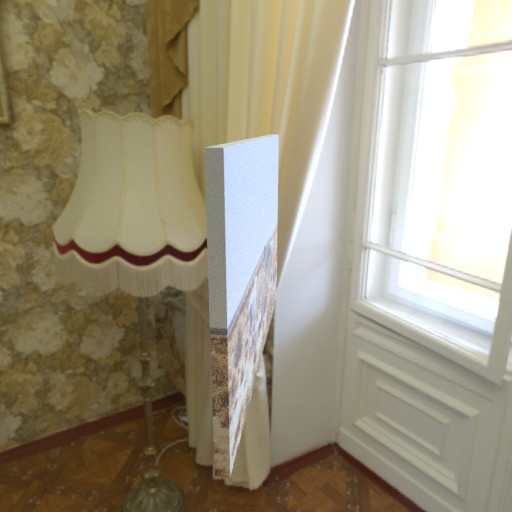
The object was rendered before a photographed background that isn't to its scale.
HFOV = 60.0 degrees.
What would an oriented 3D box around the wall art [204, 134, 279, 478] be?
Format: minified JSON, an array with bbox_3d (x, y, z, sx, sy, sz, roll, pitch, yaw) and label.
[{"bbox_3d":[0.000,0.000,1.982,0.051,1.016,1.520,2,17,8],"label":"wall art"}]
